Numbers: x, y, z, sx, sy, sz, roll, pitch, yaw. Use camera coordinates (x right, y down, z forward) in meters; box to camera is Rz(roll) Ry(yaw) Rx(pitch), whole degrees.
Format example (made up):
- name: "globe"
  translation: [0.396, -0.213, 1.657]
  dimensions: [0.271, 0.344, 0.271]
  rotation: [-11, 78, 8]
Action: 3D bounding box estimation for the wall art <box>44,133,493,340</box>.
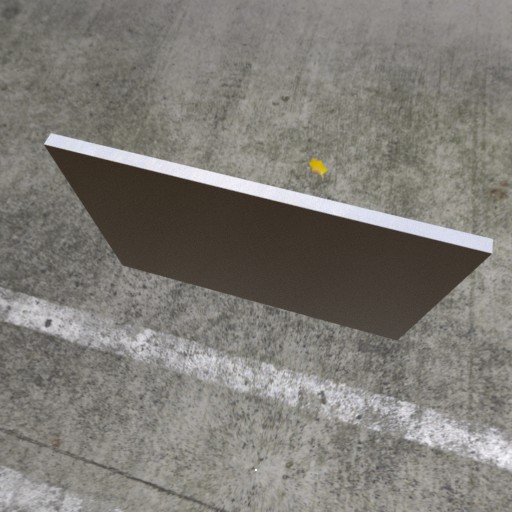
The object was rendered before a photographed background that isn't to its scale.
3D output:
- name: "wall art"
  translation: [0.000, 0.000, 1.441]
  dimensions: [1.145, 0.762, 0.041]
  rotation: [15, 65, 7]
